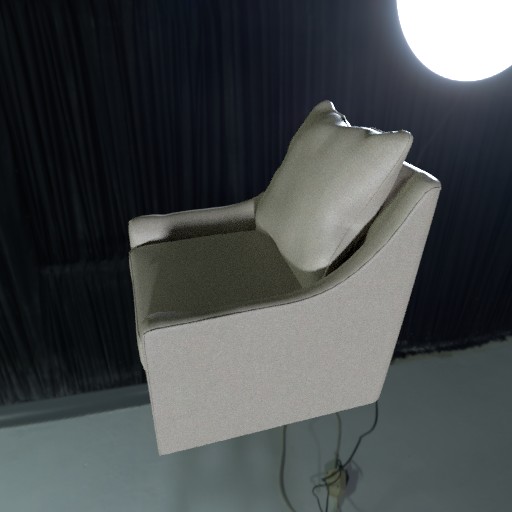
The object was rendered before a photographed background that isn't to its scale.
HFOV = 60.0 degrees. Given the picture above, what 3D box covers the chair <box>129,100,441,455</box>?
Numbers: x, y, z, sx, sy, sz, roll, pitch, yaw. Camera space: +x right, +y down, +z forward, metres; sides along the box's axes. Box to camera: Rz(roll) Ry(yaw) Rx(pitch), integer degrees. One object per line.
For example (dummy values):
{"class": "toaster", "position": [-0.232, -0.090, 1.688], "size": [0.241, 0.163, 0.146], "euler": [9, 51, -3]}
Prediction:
{"class": "chair", "position": [0.000, 0.000, 1.576], "size": [0.876, 0.942, 0.760], "euler": [-8, 30, -15]}
